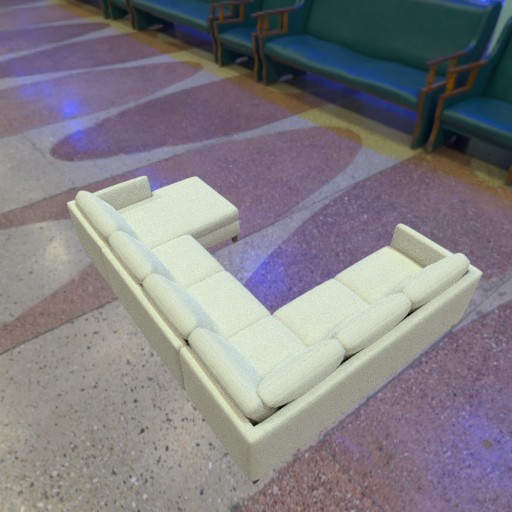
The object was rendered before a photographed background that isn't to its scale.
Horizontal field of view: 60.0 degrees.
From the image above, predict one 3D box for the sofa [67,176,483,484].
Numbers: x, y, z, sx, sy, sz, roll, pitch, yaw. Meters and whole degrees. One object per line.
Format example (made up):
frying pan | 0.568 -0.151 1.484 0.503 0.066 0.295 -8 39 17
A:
sofa | 0.000 0.000 4.379 2.551 0.853 3.238 -27 48 -27
